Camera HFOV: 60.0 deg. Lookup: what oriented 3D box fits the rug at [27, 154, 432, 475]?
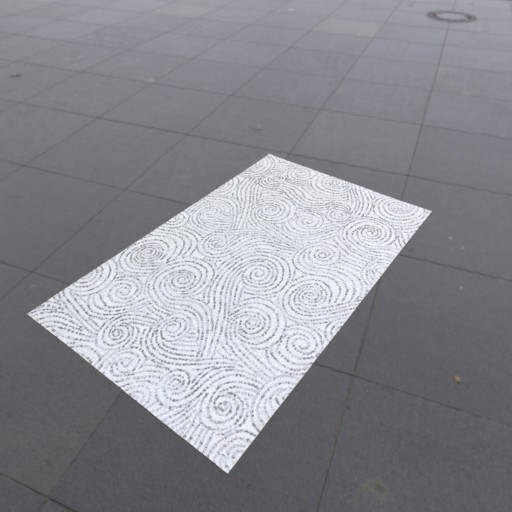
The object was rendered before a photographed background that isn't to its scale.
[{"bbox_3d":[0.000,0.000,2.978,1.524,0.005,2.439,26,47,27],"label":"rug"}]
